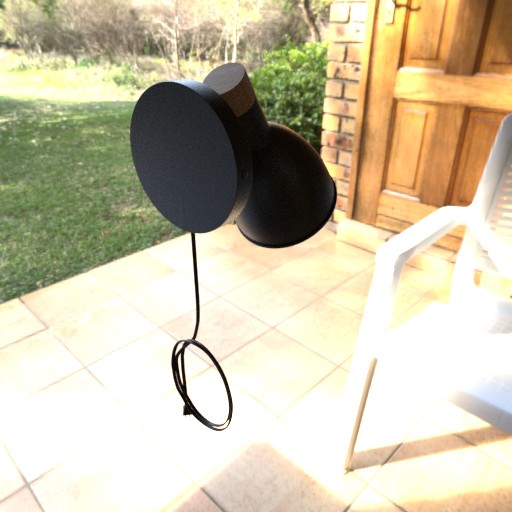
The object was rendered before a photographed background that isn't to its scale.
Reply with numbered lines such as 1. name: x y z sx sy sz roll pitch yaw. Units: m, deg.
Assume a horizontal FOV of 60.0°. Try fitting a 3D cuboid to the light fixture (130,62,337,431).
1. light fixture: 0.000 0.000 0.495 0.127 0.401 0.203 21 34 34
